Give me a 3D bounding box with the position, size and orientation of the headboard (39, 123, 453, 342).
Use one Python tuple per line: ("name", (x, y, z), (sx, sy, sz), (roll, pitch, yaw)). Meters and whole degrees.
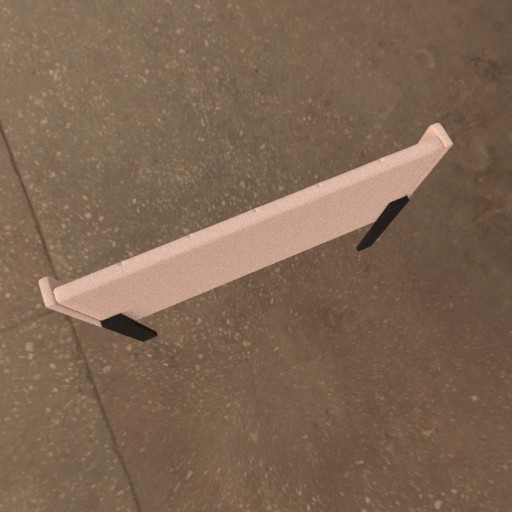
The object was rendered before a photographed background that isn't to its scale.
("headboard", (0.000, 0.000, 2.796), (2.051, 1.524, 0.184), (-22, 75, -6))
